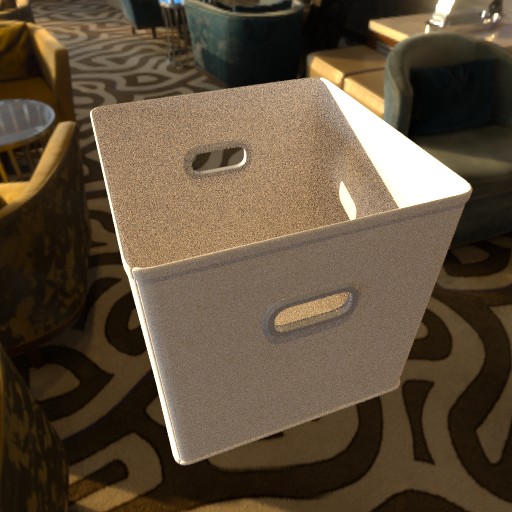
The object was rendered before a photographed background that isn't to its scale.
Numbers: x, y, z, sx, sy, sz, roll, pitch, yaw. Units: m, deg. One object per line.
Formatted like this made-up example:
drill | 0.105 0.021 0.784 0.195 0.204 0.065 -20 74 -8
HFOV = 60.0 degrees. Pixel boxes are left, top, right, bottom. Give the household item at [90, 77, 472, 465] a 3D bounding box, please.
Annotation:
household item | 0.000 0.000 0.550 0.305 0.305 0.305 -14 43 -15
